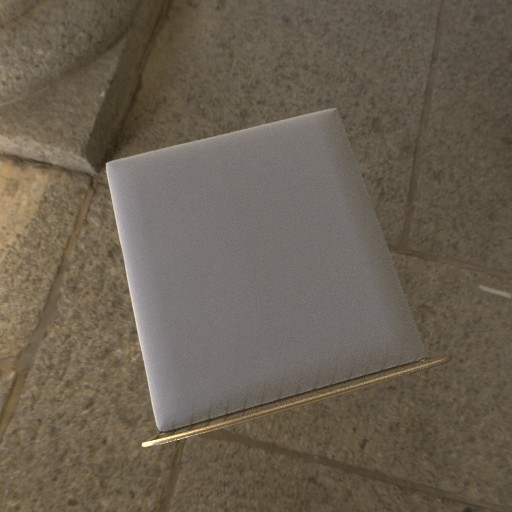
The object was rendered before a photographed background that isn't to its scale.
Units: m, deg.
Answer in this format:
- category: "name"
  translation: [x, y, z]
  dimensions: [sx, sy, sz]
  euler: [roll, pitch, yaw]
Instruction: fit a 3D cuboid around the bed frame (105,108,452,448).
- category: "bed frame"
  translation: [0.000, 0.000, 3.350]
  dimensions: [2.016, 1.174, 2.152]
  euler: [-15, 75, -4]
